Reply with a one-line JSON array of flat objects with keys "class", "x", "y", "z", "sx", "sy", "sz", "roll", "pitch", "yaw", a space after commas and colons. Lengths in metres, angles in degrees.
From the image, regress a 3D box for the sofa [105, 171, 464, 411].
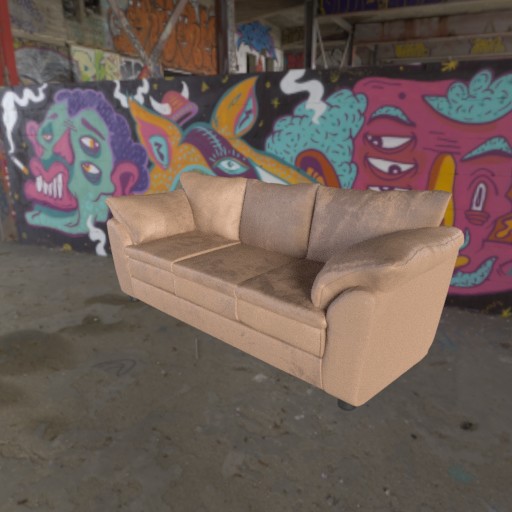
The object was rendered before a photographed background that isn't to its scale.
[{"class": "sofa", "x": 0.000, "y": 0.000, "z": 2.840, "sx": 2.377, "sy": 0.981, "sz": 0.893, "roll": 15, "pitch": 22, "yaw": 43}]
